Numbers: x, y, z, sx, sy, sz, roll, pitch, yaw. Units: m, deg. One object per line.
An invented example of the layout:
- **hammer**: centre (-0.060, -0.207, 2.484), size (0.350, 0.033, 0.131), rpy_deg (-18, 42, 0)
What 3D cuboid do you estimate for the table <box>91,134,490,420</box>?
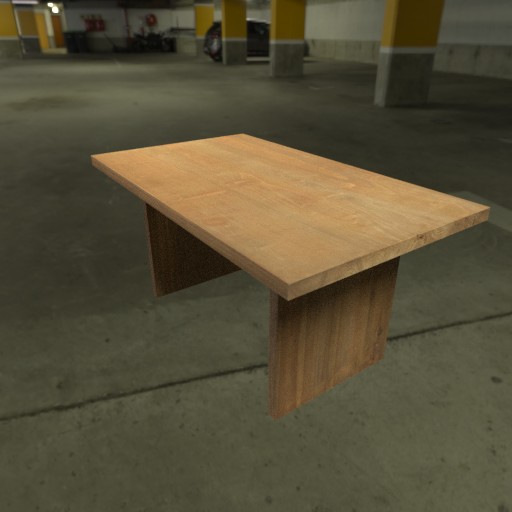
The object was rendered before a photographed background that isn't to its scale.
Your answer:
- **table**: centre (0.000, 0.000, 2.124), size (0.946, 0.780, 1.609), rpy_deg (-18, 32, -31)
